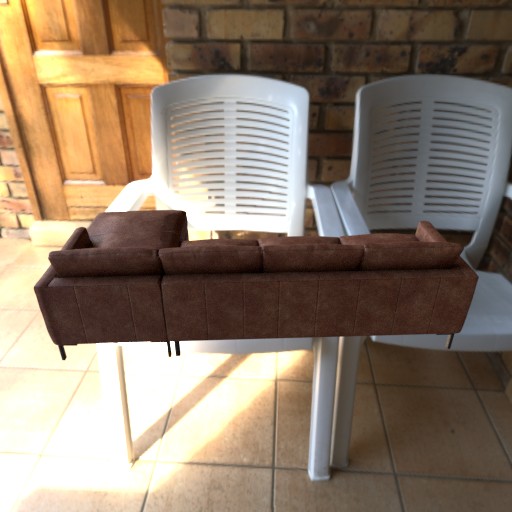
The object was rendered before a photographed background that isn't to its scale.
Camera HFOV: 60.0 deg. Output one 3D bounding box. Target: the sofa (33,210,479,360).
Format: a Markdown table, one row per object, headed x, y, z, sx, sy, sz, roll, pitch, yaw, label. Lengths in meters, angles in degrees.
| x | y | z | sx | sy | sz | roll | pitch | yaw | label |
| --- | --- | --- | --- | --- | --- | --- | --- | --- | --- |
| 0.000 | 0.000 | 3.677 | 2.993 | 0.859 | 1.471 | -1 | 30 | -2 | sofa |
